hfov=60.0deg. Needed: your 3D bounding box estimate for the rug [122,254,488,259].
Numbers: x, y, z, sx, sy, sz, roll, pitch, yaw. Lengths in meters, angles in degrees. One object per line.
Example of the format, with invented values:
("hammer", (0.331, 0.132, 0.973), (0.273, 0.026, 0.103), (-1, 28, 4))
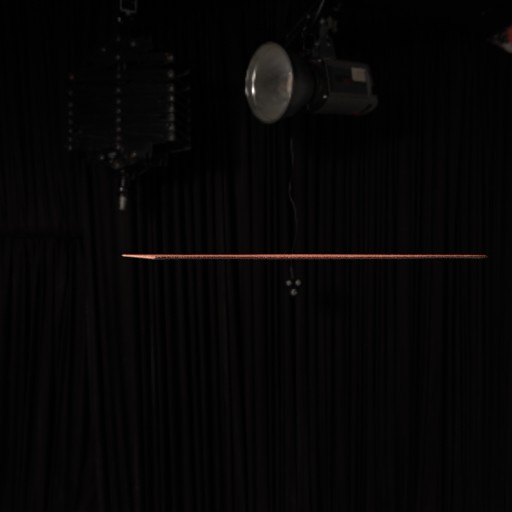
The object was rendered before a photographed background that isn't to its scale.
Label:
("rug", (0.000, 0.000, 5.178), (2.803, 0.025, 3.965), (0, 0, -20))
